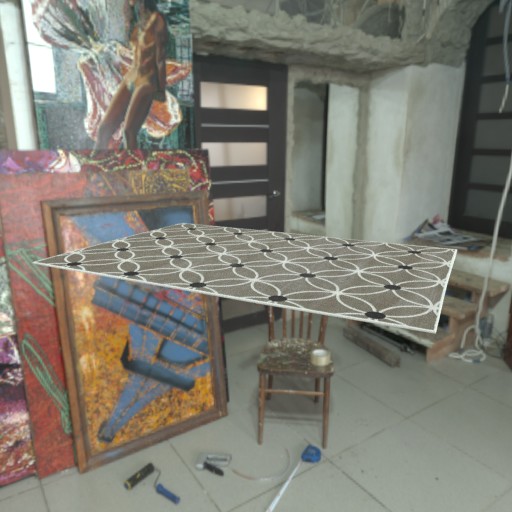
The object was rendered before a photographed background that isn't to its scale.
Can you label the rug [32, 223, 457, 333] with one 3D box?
[{"bbox_3d":[0.000,0.000,2.835,2.284,0.008,1.522,7,16,26],"label":"rug"}]
